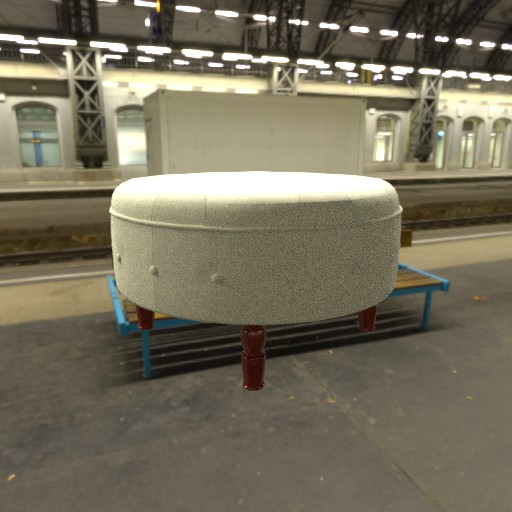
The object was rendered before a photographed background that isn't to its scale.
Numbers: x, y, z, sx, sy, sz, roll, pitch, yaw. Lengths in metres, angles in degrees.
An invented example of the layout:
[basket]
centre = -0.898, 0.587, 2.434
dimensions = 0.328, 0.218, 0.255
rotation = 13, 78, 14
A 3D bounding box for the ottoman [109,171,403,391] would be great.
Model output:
[ottoman]
centre = 0.000, 0.000, 1.386
dimensions = 0.850, 0.483, 0.850
rotation = 0, 14, 0
